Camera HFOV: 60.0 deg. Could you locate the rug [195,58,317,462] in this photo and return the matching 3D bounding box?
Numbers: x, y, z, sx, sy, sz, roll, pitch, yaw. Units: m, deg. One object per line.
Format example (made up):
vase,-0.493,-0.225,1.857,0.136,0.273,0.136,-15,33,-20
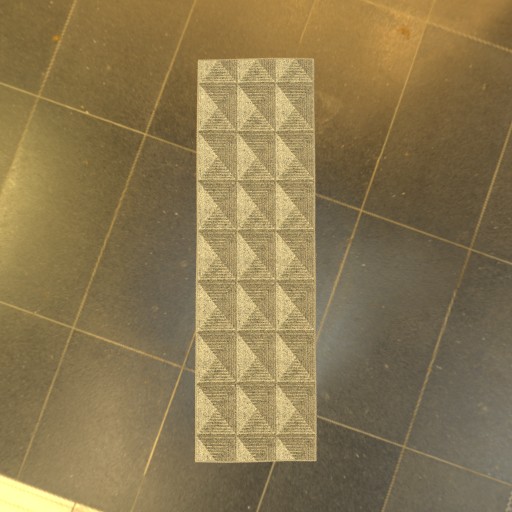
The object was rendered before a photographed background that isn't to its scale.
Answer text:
rug,0.000,0.000,2.391,0.645,0.015,2.182,0,87,0
